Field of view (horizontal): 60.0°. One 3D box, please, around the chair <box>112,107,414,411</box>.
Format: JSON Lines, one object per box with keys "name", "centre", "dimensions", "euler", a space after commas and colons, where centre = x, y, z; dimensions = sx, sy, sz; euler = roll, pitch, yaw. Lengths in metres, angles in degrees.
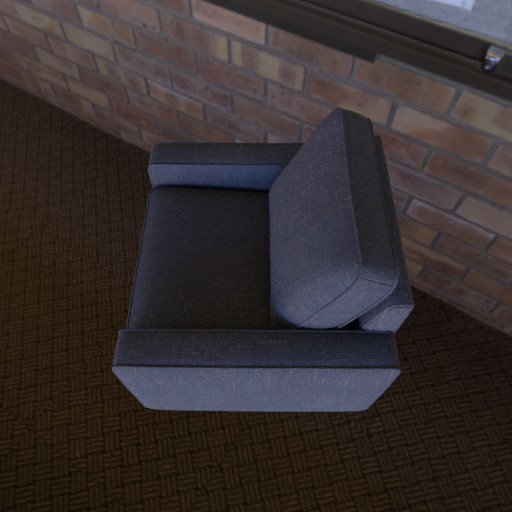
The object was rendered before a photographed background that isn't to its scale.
{"name": "chair", "centre": [0.000, 0.000, 1.739], "dimensions": [0.940, 0.919, 1.017], "euler": [0, 58, 0]}
